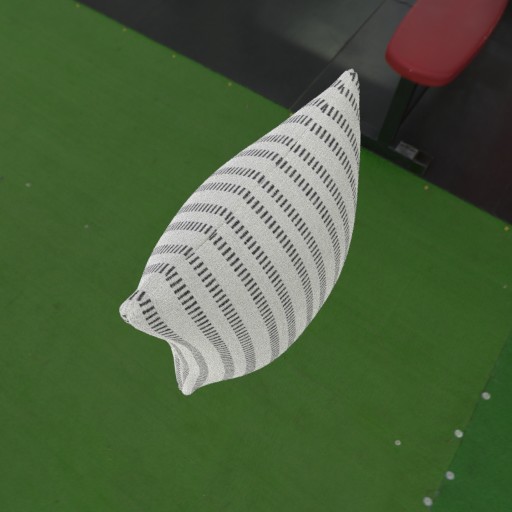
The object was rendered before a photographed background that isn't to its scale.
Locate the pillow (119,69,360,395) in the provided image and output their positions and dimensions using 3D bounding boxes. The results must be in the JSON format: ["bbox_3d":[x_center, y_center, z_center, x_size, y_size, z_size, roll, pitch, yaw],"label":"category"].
[{"bbox_3d":[0.000,0.000,0.693,0.247,0.419,0.438,34,69,16],"label":"pillow"}]
